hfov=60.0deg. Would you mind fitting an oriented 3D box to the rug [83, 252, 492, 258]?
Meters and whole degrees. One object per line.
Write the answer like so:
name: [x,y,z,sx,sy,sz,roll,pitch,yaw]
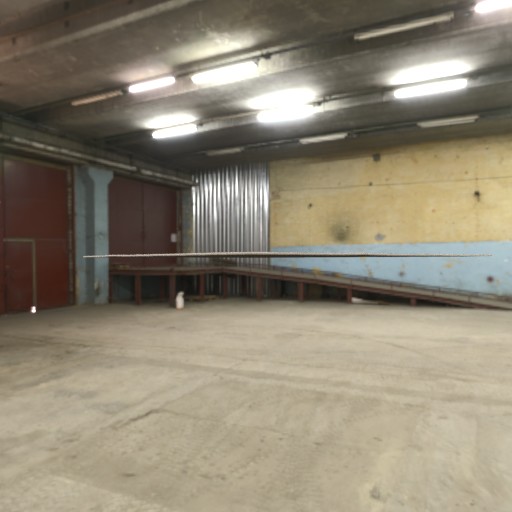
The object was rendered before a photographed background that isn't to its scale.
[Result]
rug: [0.000,0.000,4.346,2.449,0.019,3.357,0,-1,-35]
